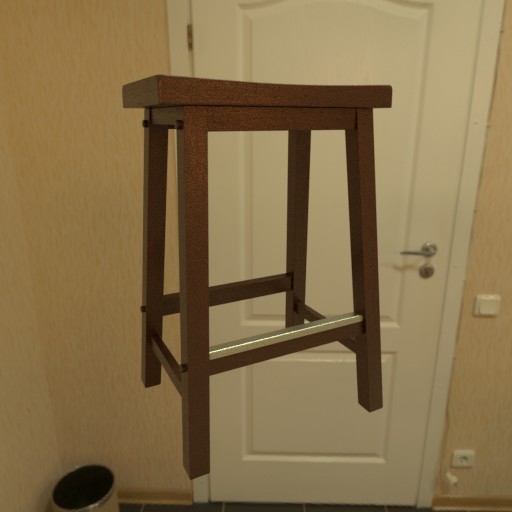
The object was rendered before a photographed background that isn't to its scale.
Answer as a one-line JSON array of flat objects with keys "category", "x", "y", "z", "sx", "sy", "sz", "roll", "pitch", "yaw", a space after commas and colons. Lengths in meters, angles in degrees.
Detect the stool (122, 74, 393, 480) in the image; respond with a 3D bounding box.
[{"category": "stool", "x": 0.000, "y": 0.000, "z": 0.846, "sx": 0.406, "sy": 0.610, "sz": 0.322, "roll": -9, "pitch": 19, "yaw": -26}]
